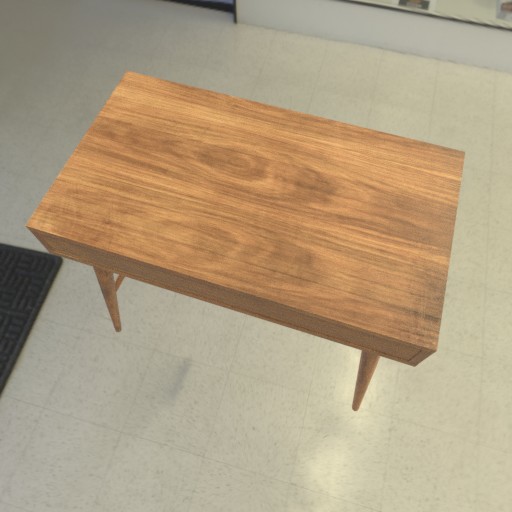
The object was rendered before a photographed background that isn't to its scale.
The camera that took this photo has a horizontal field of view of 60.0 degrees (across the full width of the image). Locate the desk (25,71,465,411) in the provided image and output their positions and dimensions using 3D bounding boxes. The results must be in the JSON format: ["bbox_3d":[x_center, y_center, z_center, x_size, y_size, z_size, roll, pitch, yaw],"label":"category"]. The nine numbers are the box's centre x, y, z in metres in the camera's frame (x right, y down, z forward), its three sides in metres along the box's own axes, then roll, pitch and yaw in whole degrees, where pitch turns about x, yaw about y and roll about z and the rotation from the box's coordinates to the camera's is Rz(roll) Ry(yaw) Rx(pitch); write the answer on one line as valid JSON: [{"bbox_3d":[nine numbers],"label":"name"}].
[{"bbox_3d":[0.000,0.000,1.419,0.949,0.758,0.588,16,64,8],"label":"desk"}]
